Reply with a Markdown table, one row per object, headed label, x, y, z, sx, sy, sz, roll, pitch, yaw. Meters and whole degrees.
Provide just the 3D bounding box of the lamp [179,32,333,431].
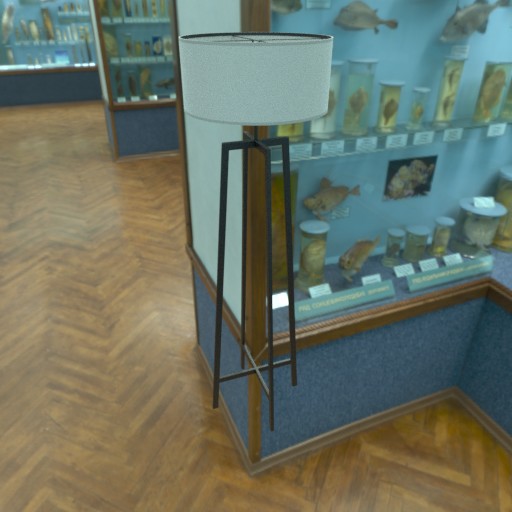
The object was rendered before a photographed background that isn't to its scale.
| label | x | y | z | sx | sy | sz | roll | pitch | yaw |
| --- | --- | --- | --- | --- | --- | --- | --- | --- | --- |
| lamp | 0.000 | 0.000 | 1.699 | 0.456 | 1.510 | 0.457 | -10 | 31 | -17 |
